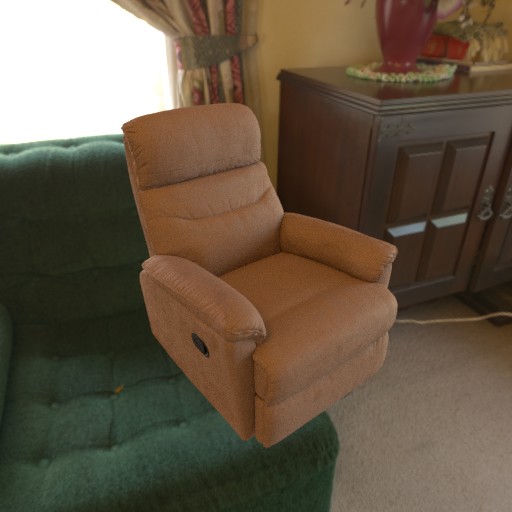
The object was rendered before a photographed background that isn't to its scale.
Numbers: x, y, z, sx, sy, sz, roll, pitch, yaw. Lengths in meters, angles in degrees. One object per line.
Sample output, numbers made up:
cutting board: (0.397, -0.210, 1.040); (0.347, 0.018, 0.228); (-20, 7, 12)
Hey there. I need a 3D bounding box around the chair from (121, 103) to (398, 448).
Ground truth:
chair: (0.000, 0.000, 1.786); (0.820, 1.037, 1.004); (-22, 36, -33)
